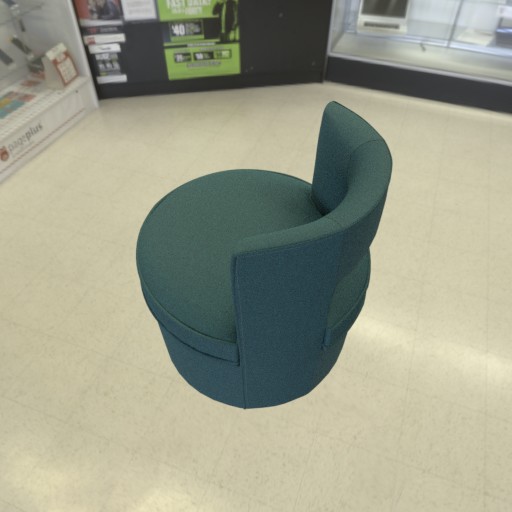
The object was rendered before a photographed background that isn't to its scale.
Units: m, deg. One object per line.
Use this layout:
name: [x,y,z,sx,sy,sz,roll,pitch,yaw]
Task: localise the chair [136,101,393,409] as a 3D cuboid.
chair: [0.000,0.000,1.291,0.660,0.711,0.684,17,49,16]
